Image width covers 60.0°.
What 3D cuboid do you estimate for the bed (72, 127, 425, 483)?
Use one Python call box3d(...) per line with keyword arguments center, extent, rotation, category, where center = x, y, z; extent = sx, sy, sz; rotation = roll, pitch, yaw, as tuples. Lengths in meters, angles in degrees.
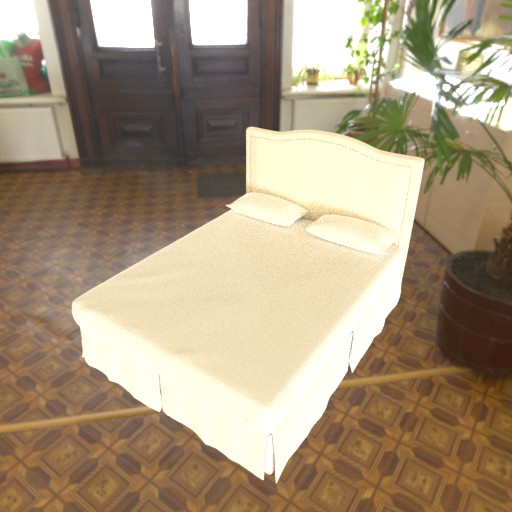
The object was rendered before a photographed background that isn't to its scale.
box3d(center=(0.000, 0.000, 3.450), extent=(1.821, 1.436, 2.282), rotation=(20, 36, 29), category="bed")
